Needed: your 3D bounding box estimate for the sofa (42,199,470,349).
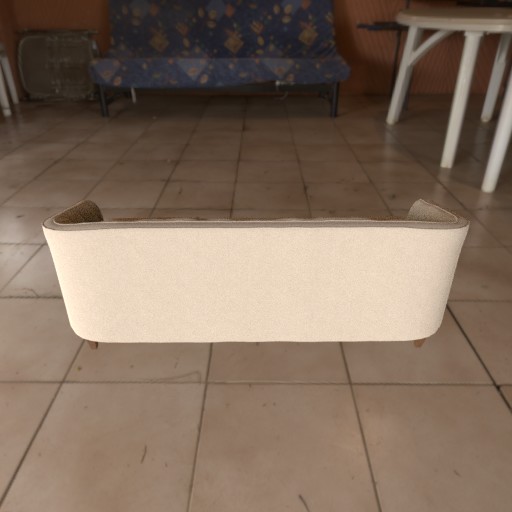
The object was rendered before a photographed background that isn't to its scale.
[{"bbox_3d":[0.000,0.000,2.763,2.278,0.855,0.941,0,30,0],"label":"sofa"}]
